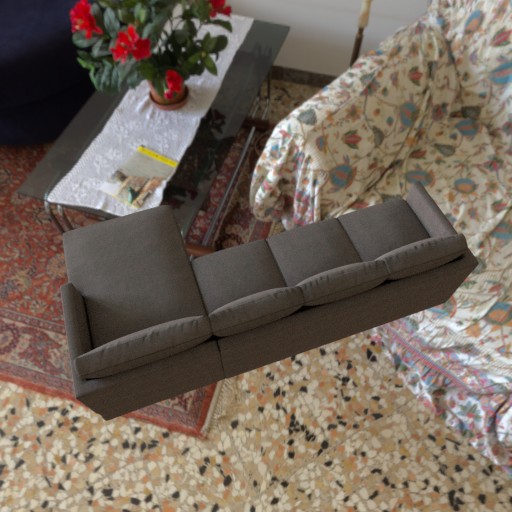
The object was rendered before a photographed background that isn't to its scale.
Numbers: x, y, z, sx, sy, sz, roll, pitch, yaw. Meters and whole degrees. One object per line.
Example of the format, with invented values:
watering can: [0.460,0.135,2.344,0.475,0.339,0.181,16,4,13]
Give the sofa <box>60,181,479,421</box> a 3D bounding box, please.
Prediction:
sofa: [0.000,0.000,3.871,3.205,0.922,1.650,-17,60,-10]
